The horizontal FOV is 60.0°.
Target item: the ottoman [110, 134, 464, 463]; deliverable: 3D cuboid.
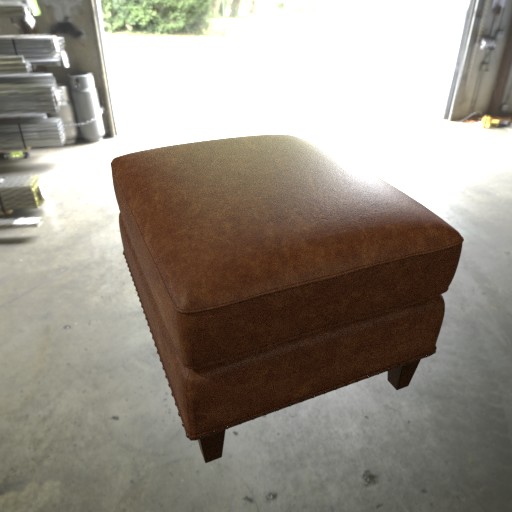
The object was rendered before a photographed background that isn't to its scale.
[{"bbox_3d":[0.000,0.000,1.121,0.586,0.486,0.742,-13,33,-20],"label":"ottoman"}]
